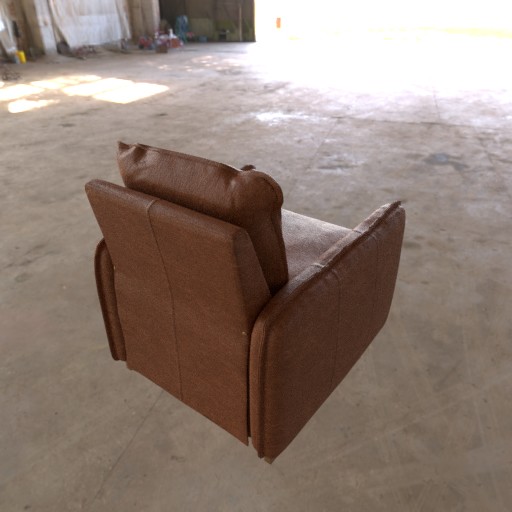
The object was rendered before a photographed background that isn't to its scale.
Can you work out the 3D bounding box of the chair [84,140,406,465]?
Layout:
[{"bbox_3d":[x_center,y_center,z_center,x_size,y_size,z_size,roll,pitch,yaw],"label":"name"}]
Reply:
[{"bbox_3d":[0.000,0.000,1.625,0.830,0.922,0.922,21,36,32],"label":"chair"}]
